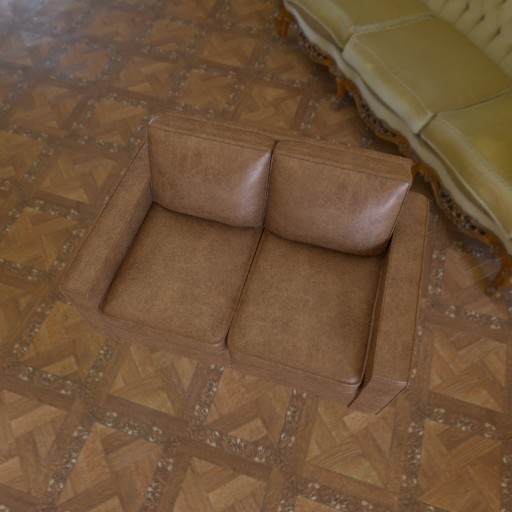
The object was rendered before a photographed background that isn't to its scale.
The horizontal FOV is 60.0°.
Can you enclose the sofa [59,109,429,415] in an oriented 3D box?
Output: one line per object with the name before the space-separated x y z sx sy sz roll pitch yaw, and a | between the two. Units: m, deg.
sofa | 0.000 0.000 2.170 1.532 0.896 1.020 14 60 8
